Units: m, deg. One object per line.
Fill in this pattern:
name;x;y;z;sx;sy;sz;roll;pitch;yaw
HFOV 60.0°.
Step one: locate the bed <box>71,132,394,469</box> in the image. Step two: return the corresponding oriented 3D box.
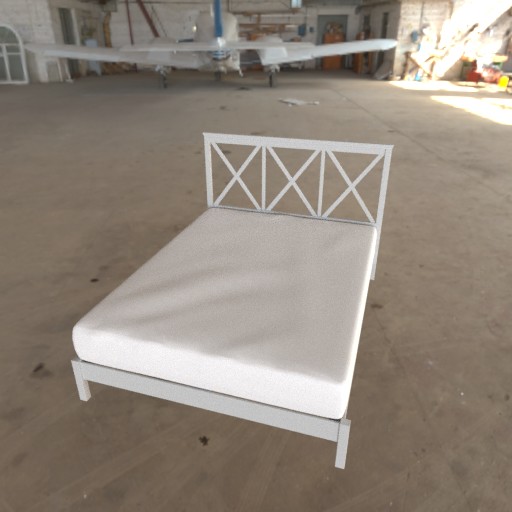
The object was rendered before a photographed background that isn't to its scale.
bed;0.000;0.000;3.189;1.673;1.253;2.135;8;28;16
